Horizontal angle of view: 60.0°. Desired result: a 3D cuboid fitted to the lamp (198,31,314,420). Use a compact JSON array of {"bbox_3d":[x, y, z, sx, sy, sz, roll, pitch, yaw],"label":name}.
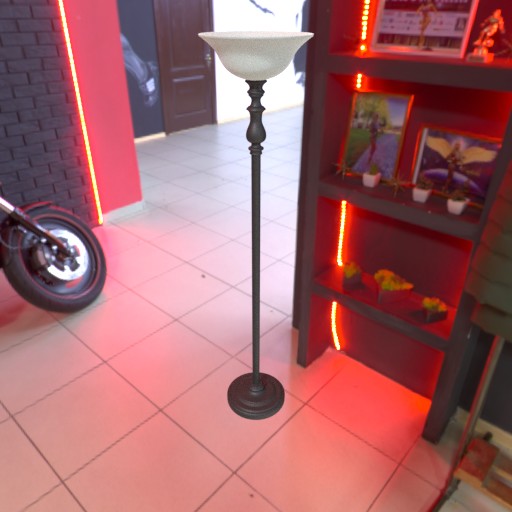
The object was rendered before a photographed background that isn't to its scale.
[{"bbox_3d":[0.000,0.000,2.000,0.405,1.797,0.405,-8,30,-14],"label":"lamp"}]
